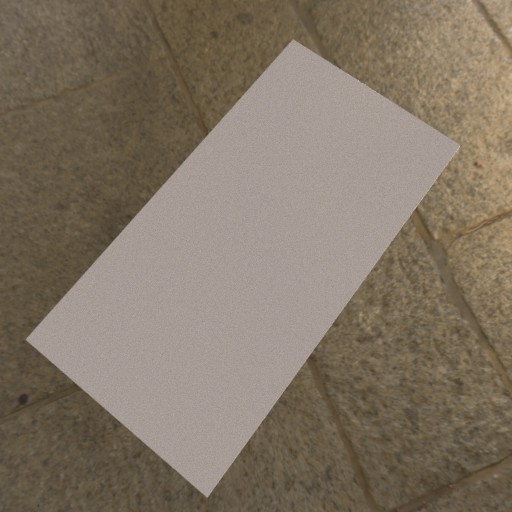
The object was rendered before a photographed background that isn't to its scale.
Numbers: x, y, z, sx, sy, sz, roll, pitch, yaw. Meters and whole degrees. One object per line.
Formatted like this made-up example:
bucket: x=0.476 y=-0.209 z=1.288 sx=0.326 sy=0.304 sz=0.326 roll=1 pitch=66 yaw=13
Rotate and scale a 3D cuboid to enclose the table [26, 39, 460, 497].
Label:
table: x=0.000 y=0.000 z=1.634 sx=0.700 sy=0.470 sz=1.350 roll=37 pitch=78 yaw=9
